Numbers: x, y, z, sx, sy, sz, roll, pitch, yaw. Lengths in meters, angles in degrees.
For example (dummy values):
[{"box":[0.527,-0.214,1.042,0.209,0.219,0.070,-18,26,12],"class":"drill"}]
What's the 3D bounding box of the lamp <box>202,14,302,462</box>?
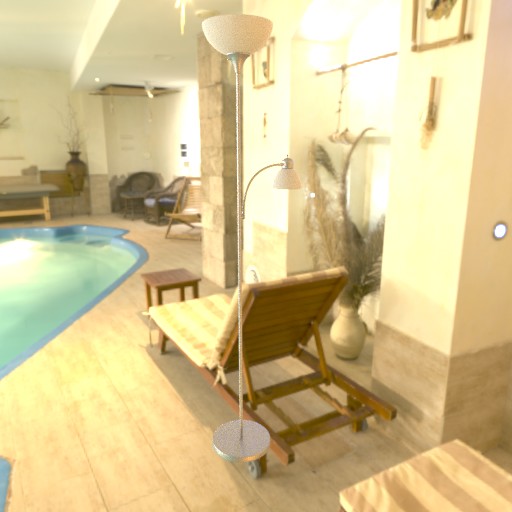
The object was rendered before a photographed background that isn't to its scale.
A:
[{"box":[0.000,0.000,1.912,0.425,1.804,0.279,-7,16,-26],"class":"lamp"}]
